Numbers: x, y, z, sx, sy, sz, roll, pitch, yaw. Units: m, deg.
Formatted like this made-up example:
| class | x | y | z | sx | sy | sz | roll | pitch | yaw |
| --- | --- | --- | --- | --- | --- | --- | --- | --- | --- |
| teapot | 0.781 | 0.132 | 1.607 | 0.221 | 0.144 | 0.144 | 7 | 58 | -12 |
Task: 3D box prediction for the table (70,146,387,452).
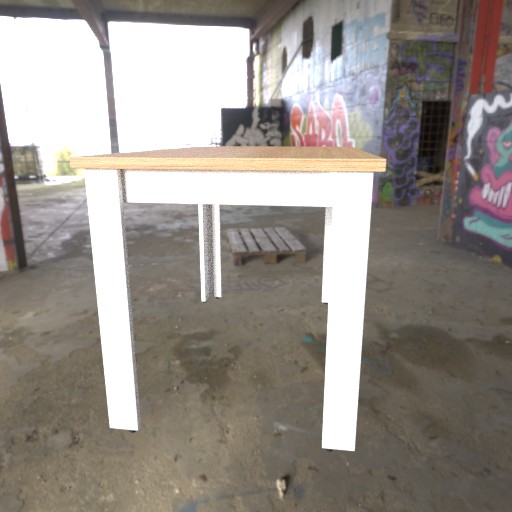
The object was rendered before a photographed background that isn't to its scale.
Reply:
| class | x | y | z | sx | sy | sz | roll | pitch | yaw |
| --- | --- | --- | --- | --- | --- | --- | --- | --- | --- |
| table | 0.000 | 0.000 | 1.579 | 0.700 | 0.734 | 1.100 | 2 | 15 | 8 |
